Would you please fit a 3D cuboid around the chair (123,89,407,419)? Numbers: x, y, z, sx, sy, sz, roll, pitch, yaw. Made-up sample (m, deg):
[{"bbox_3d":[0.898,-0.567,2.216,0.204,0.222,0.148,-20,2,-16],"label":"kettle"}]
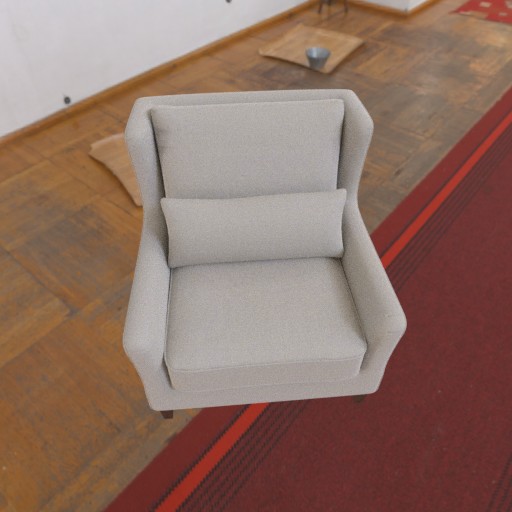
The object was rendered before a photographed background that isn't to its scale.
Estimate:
[{"bbox_3d":[0.000,0.000,1.906,0.982,1.056,1.040,-4,46,-3],"label":"chair"}]
